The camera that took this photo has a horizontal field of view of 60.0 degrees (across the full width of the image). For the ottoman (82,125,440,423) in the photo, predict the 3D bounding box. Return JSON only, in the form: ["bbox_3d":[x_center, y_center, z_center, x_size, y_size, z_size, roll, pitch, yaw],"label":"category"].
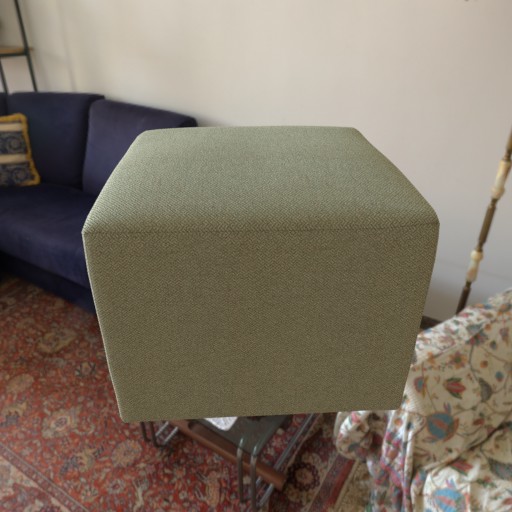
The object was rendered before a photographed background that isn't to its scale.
[{"bbox_3d":[0.000,0.000,0.919,0.521,0.453,0.512,-2,31,-3],"label":"ottoman"}]
